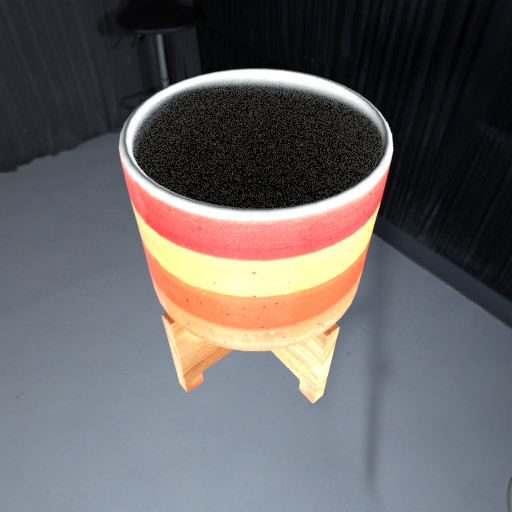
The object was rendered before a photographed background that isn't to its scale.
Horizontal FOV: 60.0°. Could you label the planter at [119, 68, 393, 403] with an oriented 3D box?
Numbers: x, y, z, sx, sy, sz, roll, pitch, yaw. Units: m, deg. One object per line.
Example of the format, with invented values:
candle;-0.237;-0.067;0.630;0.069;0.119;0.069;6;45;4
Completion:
planter;0.000;0.000;0.409;0.199;0.268;0.199;0;47;0
